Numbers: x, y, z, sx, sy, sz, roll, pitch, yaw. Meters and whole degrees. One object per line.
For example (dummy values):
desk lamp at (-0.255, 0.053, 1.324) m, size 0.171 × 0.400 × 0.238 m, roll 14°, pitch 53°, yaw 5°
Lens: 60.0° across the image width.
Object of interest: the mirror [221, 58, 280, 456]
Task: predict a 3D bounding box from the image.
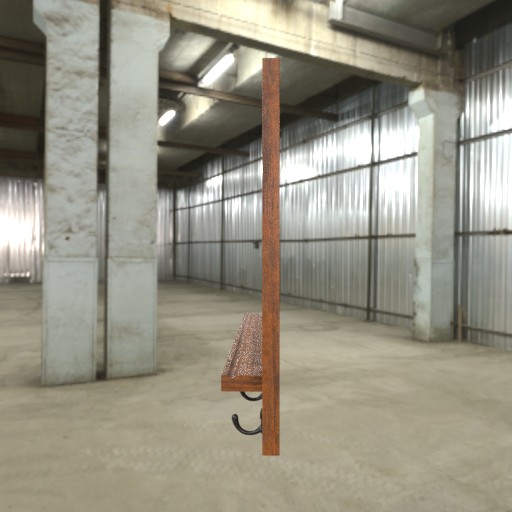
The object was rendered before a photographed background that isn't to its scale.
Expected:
mirror at (0.000, 0.000, 0.976) m, size 0.084 × 0.537 × 0.758 m, roll 0°, pitch 0°, yaw 2°
